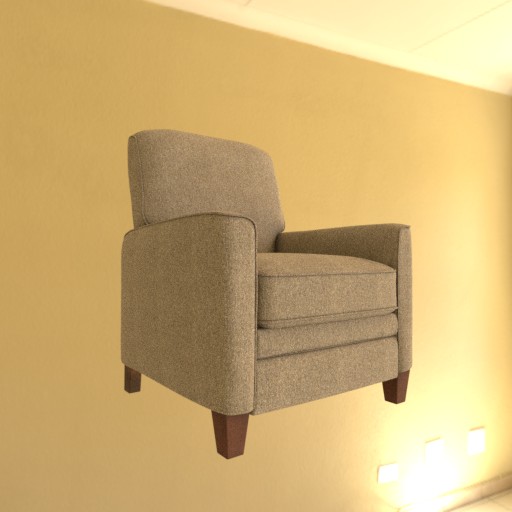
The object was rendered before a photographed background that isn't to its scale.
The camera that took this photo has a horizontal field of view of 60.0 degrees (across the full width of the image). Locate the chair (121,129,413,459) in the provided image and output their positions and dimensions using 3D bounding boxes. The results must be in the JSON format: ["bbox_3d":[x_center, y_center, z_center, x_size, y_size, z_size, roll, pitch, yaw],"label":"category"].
[{"bbox_3d":[0.000,0.000,1.640,0.841,1.028,0.858,0,0,-37],"label":"chair"}]
